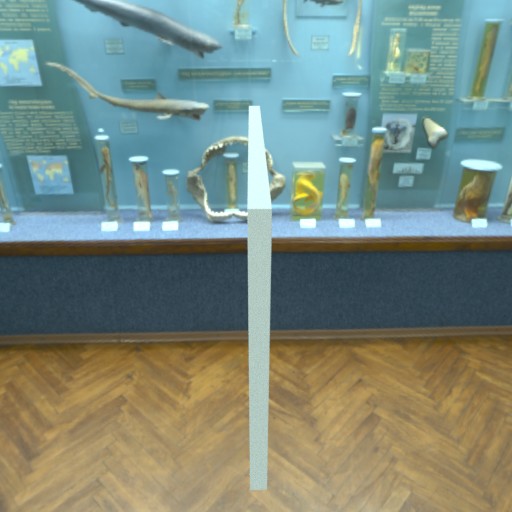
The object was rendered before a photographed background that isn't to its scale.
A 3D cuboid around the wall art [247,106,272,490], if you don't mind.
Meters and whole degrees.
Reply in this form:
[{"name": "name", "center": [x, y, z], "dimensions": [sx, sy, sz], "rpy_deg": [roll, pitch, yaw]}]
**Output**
[{"name": "wall art", "center": [0.000, 0.000, 1.702], "dimensions": [0.051, 0.902, 1.308], "rpy_deg": [0, 28, -1]}]
